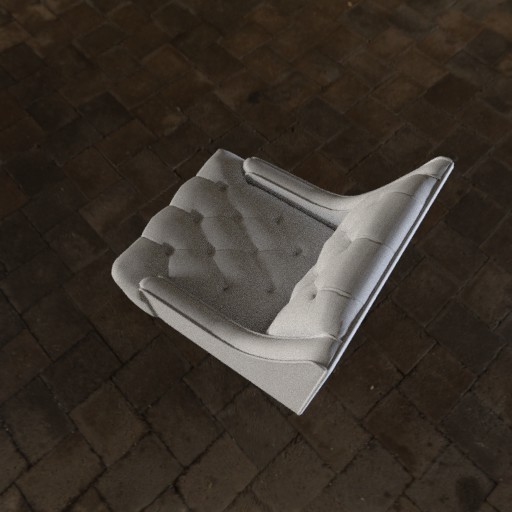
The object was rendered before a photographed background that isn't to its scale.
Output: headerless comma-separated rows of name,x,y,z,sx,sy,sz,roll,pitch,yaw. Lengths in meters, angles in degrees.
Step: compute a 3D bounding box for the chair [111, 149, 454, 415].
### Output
chair,0.000,0.000,1.463,0.772,0.891,0.658,31,68,15
